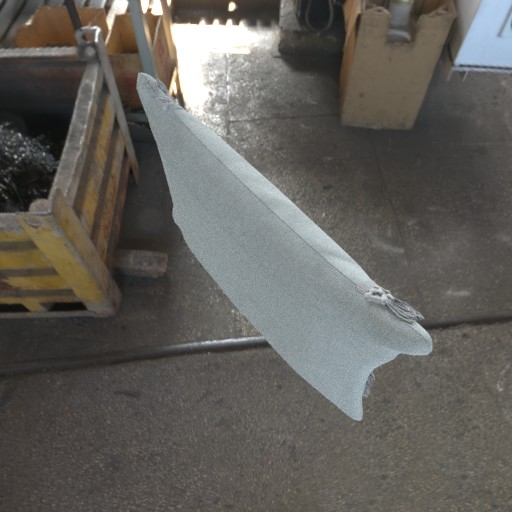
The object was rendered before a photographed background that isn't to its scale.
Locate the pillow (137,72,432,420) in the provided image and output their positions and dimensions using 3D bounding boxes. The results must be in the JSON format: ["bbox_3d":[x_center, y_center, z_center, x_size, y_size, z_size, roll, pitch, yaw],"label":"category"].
[{"bbox_3d":[0.000,0.000,0.586,0.084,0.305,0.466,-35,65,-19],"label":"pillow"}]
